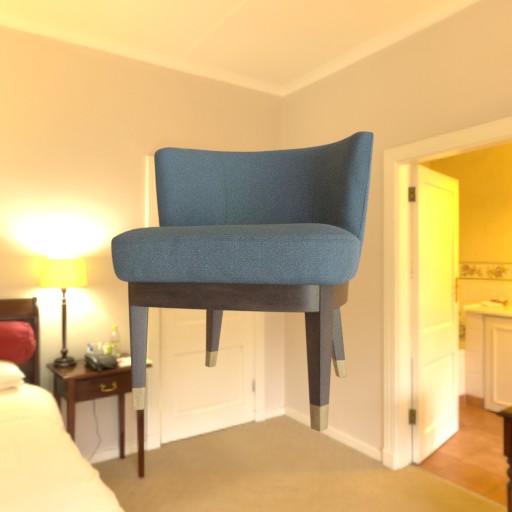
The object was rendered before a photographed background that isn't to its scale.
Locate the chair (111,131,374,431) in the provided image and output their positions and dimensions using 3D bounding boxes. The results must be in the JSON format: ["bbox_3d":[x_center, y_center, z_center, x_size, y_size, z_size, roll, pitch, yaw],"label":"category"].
[{"bbox_3d":[0.000,0.000,1.285,0.661,0.760,0.702,0,0,17],"label":"chair"}]
